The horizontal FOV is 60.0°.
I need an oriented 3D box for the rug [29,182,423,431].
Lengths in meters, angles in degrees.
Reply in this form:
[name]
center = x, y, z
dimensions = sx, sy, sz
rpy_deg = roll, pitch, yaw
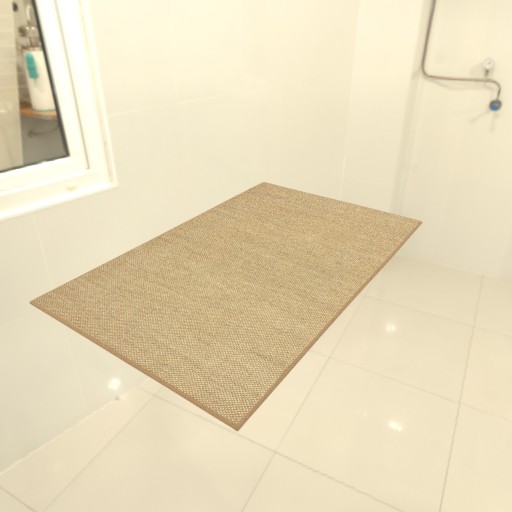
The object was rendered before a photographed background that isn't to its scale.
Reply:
[rug]
center = 0.000, 0.000, 2.101
dimensions = 1.061, 0.012, 1.668
rpy_deg = 20, 35, 30
